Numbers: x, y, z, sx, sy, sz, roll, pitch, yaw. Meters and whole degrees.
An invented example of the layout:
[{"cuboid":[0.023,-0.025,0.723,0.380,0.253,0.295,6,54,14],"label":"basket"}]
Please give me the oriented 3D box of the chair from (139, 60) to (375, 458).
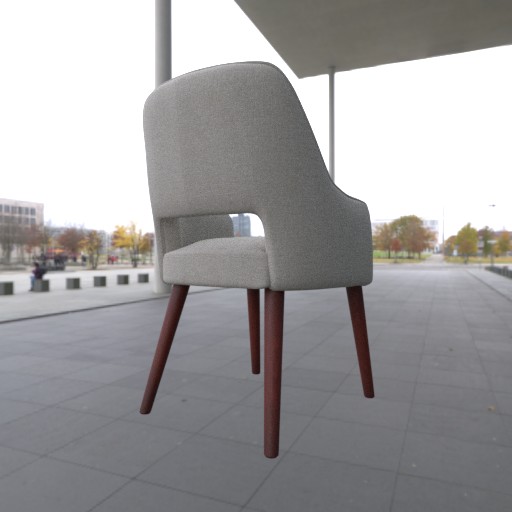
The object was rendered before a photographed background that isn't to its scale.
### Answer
[{"cuboid":[0.000,0.000,1.229,0.560,0.840,0.580,0,0,38],"label":"chair"}]
